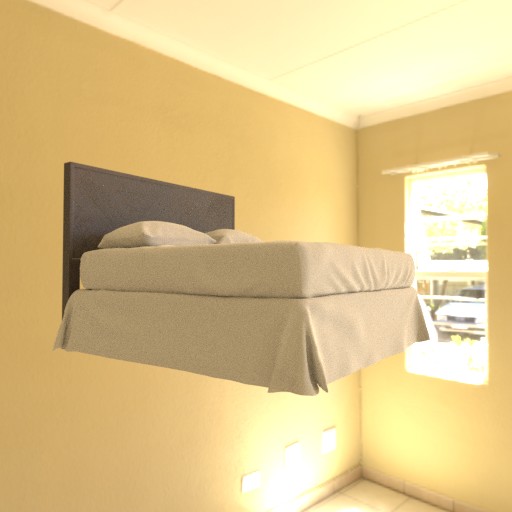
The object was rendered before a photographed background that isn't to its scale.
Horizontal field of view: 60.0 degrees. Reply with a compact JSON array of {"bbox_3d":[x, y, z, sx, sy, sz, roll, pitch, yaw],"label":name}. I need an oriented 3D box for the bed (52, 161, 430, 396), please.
[{"bbox_3d":[0.000,0.000,2.839,1.785,1.142,1.772,-1,-2,36],"label":"bed"}]
